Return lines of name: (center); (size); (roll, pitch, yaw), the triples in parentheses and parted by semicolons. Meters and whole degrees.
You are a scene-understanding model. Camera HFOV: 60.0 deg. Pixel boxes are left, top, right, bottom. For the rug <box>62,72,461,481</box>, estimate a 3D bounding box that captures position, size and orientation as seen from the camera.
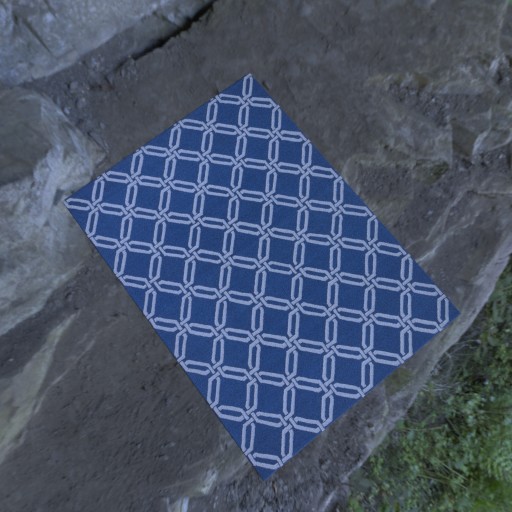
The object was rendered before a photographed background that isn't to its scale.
rug: (0.000, 0.000, 4.412); (2.432, 0.018, 3.342); (-37, 80, -8)
